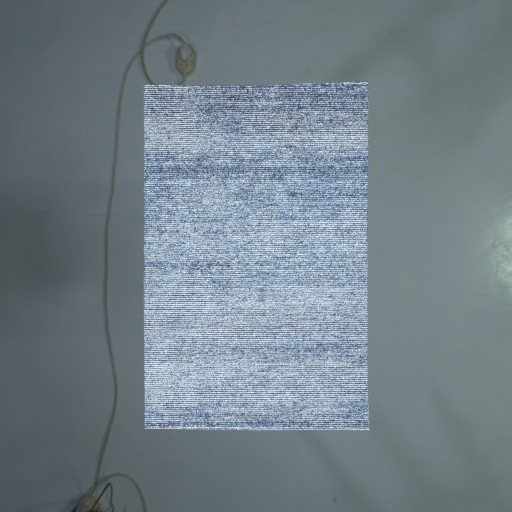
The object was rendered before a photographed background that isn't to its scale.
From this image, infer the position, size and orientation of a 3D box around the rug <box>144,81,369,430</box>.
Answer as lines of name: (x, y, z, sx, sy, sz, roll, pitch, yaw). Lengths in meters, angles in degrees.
rug: (0.000, 0.000, 2.280, 1.159, 0.025, 1.793, 0, 90, 1)
